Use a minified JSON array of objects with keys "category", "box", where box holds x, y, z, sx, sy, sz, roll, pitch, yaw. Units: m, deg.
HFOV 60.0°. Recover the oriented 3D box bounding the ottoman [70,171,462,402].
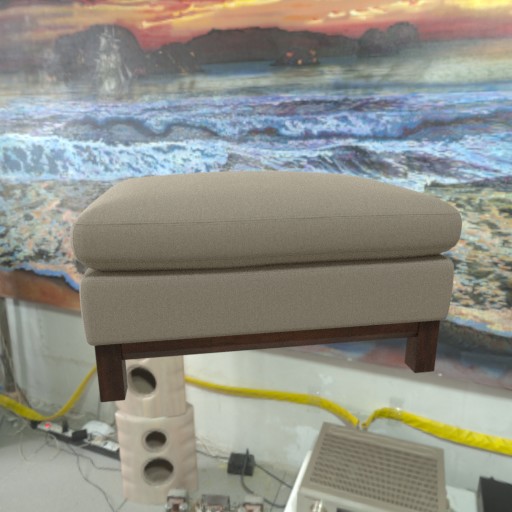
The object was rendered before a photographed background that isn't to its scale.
[{"category":"ottoman","box":[0.000,0.000,1.134,0.771,0.420,0.606,-3,16,-9]}]
